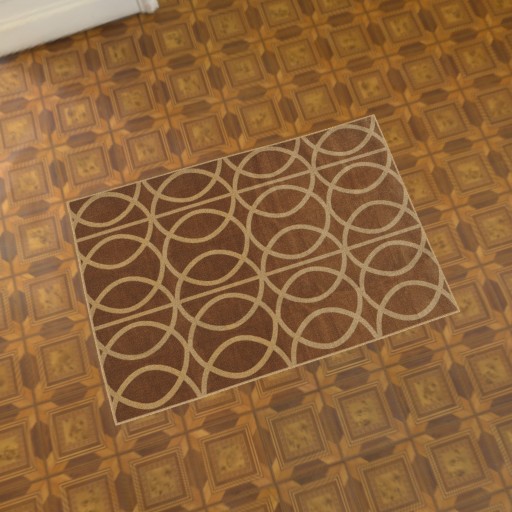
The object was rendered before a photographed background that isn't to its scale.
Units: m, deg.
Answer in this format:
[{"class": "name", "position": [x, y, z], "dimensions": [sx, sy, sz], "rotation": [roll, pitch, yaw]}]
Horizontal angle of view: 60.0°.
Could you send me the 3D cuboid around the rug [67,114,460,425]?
[{"class": "rug", "position": [0.000, 0.000, 2.965], "dimensions": [2.294, 0.014, 1.528], "rotation": [-17, 76, -4]}]
